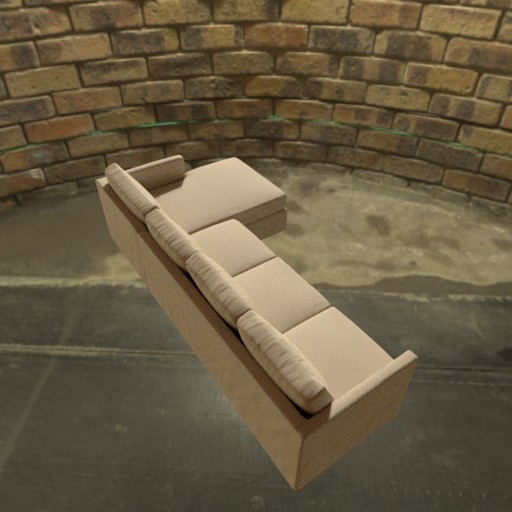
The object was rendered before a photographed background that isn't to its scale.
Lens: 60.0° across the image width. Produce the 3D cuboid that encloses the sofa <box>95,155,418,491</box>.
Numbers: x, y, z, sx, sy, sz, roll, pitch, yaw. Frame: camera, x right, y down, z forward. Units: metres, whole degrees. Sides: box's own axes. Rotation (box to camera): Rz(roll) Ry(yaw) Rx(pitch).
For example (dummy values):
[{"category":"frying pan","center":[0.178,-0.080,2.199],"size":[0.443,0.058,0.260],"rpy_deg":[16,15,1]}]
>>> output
[{"category":"sofa","center":[0.000,0.000,3.819],"size":[1.622,0.871,3.206],"rpy_deg":[-25,47,-26]}]
